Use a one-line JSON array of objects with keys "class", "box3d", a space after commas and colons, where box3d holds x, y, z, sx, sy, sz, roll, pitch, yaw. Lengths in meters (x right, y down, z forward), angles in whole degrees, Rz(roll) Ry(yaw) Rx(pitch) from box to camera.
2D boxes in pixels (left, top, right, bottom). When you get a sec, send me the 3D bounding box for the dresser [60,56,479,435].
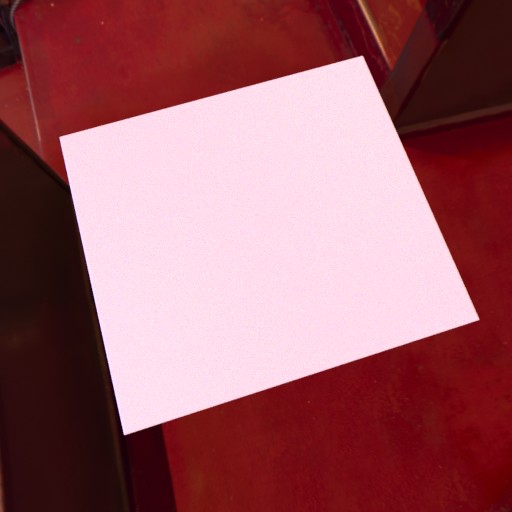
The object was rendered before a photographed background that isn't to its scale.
[{"class": "dresser", "box3d": [0.000, 0.000, 0.730, 0.430, 0.360, 0.400, -17, 75, -4]}]
